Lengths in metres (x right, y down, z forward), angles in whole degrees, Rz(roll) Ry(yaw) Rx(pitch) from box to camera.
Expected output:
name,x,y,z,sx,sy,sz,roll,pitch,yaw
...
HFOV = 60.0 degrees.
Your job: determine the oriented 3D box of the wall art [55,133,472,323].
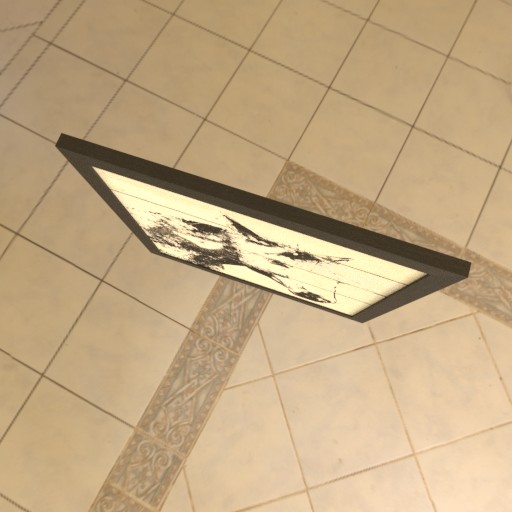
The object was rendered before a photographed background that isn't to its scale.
name,x,y,z,sx,sy,sz,roll,pitch,yaw
wall art,0.000,0.000,1.529,1.016,1.016,0.038,18,76,5
